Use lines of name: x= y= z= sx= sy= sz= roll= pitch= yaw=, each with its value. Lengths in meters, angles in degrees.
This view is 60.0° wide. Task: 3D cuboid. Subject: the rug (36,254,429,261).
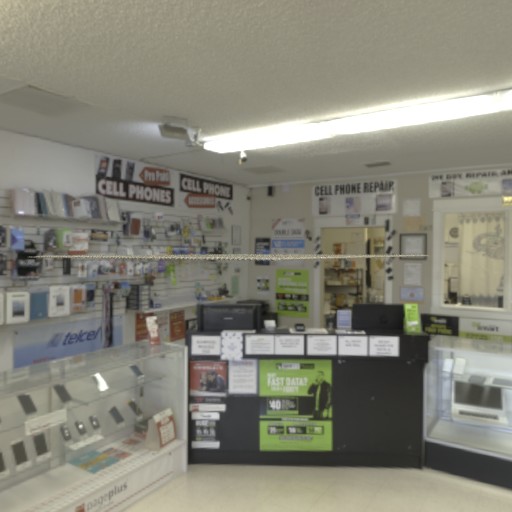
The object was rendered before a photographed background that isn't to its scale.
rug: x=0.000 y=0.000 z=3.946 sx=2.256 sy=0.013 sz=2.910 roll=0 pitch=1 yaw=35
